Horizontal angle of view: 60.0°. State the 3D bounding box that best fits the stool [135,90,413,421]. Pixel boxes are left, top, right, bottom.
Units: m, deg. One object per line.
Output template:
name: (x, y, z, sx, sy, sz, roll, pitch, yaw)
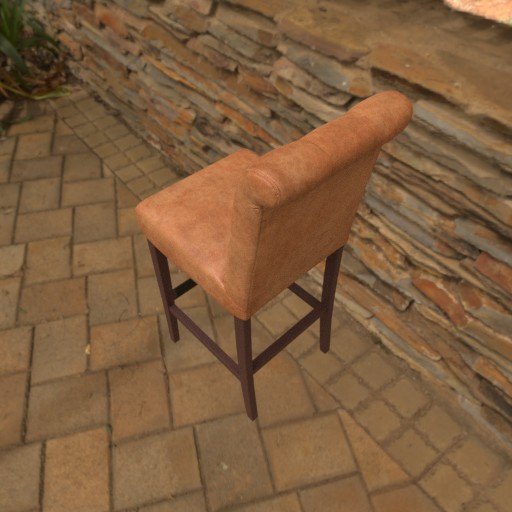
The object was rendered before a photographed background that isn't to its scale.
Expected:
stool: (0.000, 0.000, 1.438, 0.493, 1.140, 0.601, -35, 55, -28)
